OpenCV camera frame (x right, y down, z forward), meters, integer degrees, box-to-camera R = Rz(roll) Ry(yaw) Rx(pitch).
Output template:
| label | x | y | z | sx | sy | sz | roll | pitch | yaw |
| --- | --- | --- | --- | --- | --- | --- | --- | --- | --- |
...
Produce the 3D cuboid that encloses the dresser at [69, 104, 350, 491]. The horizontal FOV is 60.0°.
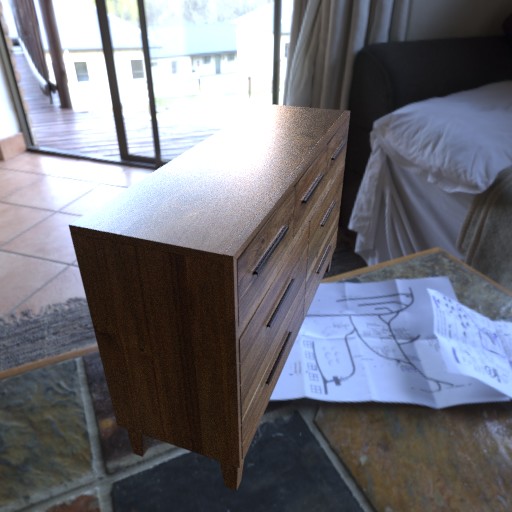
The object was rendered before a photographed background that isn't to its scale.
| label | x | y | z | sx | sy | sz | roll | pitch | yaw |
| --- | --- | --- | --- | --- | --- | --- | --- | --- | --- |
| dresser | 0.000 | 0.000 | 1.784 | 0.446 | 0.873 | 1.400 | 11 | 33 | 17 |
